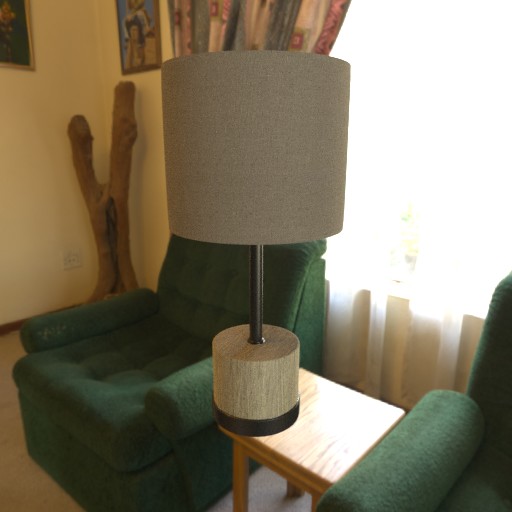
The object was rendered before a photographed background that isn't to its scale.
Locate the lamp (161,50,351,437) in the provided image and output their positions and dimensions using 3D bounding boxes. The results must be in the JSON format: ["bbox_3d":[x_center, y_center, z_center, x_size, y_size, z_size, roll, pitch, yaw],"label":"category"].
[{"bbox_3d":[0.000,0.000,0.598,0.229,0.470,0.229,7,16,25],"label":"lamp"}]
